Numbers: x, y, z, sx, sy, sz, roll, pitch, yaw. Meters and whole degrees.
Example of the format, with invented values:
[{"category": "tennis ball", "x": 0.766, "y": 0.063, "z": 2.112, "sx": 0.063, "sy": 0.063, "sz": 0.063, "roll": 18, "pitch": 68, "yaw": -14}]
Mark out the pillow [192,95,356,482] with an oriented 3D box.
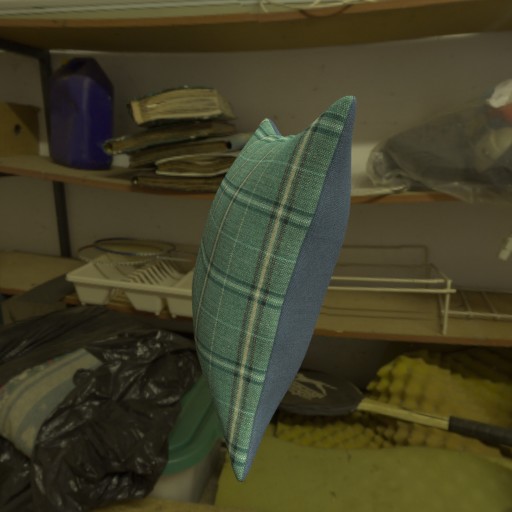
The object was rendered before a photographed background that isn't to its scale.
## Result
[{"category": "pillow", "x": 0.000, "y": 0.000, "z": 0.684, "sx": 0.200, "sy": 0.430, "sz": 0.453, "roll": -2, "pitch": 15, "yaw": -9}]
